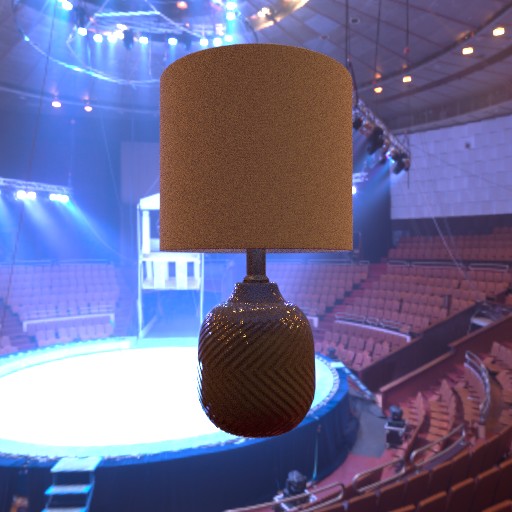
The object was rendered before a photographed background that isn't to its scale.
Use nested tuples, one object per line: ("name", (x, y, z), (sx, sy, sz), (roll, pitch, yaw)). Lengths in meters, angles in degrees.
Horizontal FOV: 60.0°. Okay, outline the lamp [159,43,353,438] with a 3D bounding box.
("lamp", (0.000, 0.000, 0.484), (0.207, 0.366, 0.207), (0, -1, -17))
